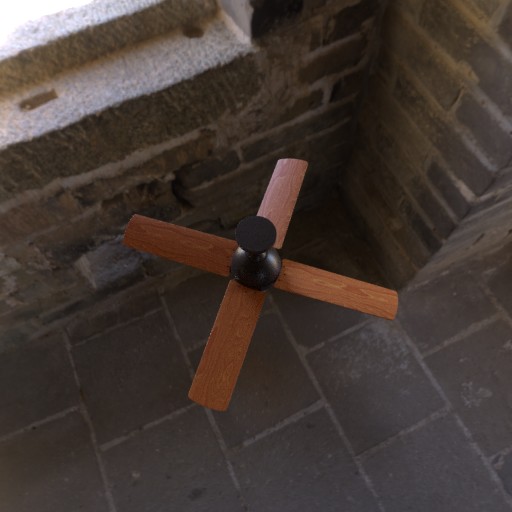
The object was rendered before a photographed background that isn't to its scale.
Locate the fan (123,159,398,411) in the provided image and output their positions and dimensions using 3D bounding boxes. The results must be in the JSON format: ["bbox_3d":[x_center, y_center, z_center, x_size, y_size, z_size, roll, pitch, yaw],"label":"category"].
[{"bbox_3d":[0.000,0.000,1.992,1.332,0.403,1.332,16,64,8],"label":"fan"}]
